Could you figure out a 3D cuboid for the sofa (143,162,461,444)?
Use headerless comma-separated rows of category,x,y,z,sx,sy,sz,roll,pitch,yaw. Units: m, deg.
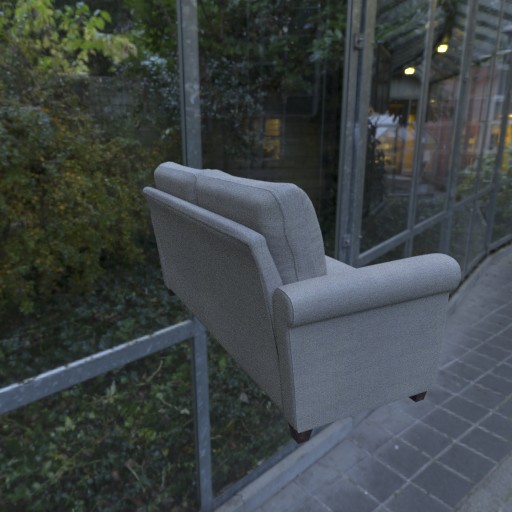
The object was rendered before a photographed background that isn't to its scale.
sofa,0.000,0.000,2.407,0.842,0.942,1.935,-7,17,-25
